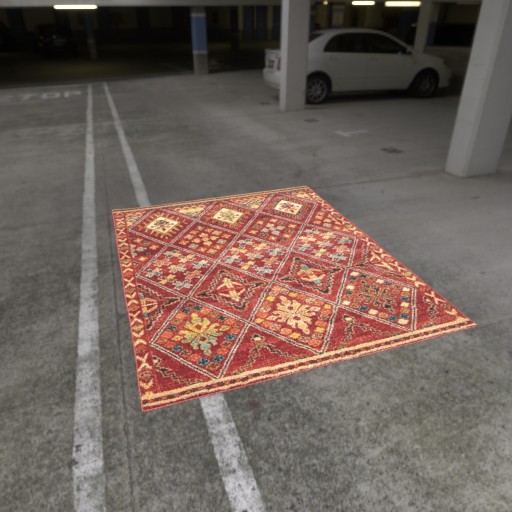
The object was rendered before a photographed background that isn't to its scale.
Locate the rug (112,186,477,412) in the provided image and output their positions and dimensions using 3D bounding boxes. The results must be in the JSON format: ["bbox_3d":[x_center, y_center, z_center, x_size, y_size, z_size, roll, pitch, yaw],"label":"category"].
[{"bbox_3d":[0.000,0.000,4.248,2.489,0.030,3.086,-10,31,-16],"label":"rug"}]
